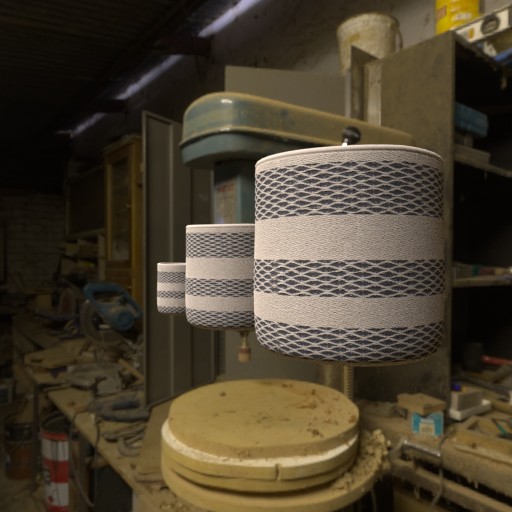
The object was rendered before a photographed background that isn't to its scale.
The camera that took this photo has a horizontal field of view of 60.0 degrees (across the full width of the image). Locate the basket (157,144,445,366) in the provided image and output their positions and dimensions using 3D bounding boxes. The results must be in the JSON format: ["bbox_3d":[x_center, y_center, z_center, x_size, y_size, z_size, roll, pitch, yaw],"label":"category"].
[{"bbox_3d":[0.000,0.000,1.078,0.351,0.356,0.917,0,0,-37],"label":"basket"}]
